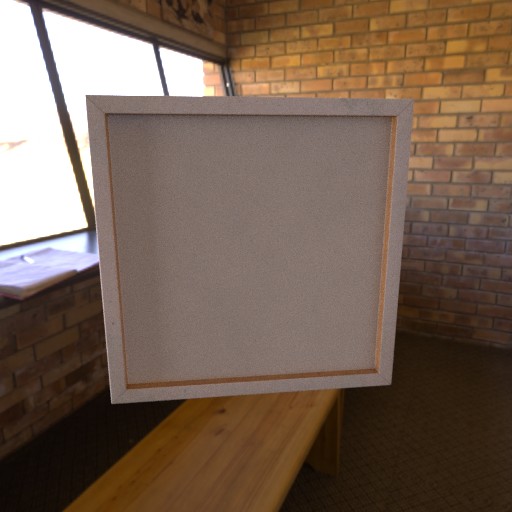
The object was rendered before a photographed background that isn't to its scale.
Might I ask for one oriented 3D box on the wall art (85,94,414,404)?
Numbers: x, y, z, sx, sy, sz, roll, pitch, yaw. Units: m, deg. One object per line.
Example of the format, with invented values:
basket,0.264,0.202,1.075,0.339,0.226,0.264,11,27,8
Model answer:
wall art,0.000,0.000,1.126,0.762,0.762,0.038,-2,14,-7
